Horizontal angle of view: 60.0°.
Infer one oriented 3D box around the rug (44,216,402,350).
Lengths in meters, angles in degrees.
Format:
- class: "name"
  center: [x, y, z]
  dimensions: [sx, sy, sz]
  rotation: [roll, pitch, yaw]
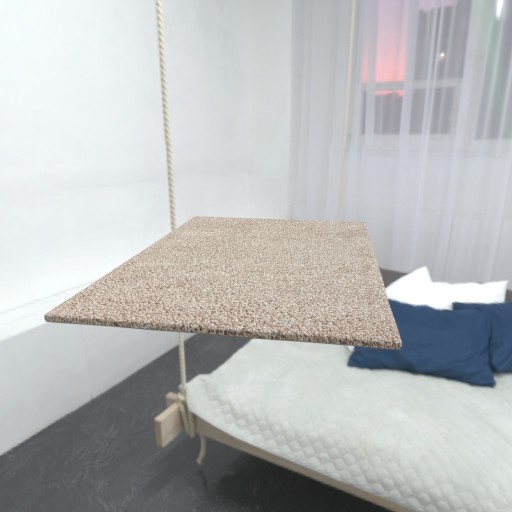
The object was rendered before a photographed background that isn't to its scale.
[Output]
- class: "rug"
  center: [0.000, 0.000, 2.298]
  dimensions: [1.219, 0.030, 1.778]
  rotation: [3, 17, 9]
